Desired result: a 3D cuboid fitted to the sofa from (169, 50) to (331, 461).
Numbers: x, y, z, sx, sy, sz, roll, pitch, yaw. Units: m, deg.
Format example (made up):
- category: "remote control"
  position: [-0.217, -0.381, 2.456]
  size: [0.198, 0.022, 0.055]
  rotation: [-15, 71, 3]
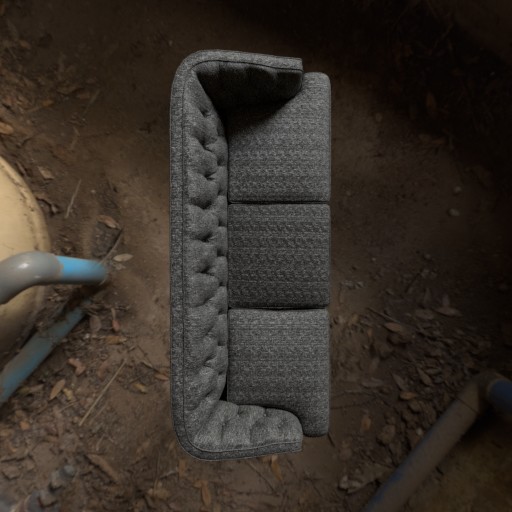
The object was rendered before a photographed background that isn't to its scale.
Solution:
- category: "sofa"
  position: [0.000, 0.000, 2.790]
  size: [0.941, 0.855, 2.278]
  rotation: [0, 91, 0]
